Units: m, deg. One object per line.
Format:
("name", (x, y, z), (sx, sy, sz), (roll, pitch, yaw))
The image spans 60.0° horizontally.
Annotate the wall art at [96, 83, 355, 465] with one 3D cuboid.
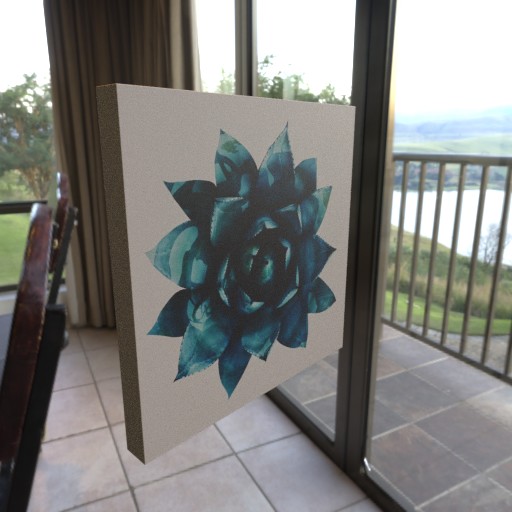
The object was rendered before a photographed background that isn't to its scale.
("wall art", (0.000, 0.000, 0.606), (0.038, 0.406, 0.406), (14, 20, 42))
